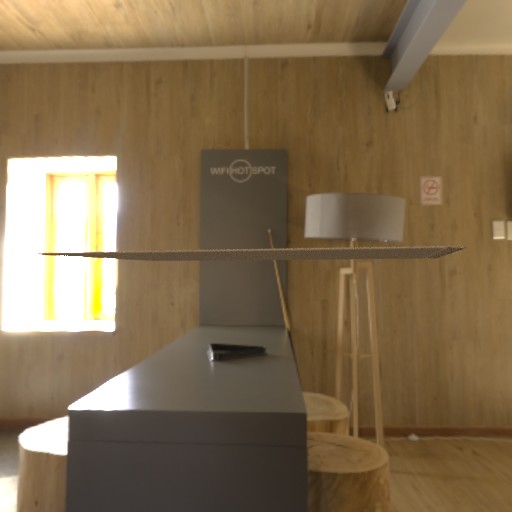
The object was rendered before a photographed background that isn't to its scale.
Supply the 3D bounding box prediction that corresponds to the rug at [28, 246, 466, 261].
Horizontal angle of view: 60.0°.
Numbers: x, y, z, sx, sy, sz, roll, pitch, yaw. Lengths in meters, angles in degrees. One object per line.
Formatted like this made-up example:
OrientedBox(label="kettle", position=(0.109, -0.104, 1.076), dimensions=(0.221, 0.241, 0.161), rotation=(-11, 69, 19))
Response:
OrientedBox(label="rug", position=(0.000, 0.000, 3.084), dimensions=(2.486, 0.013, 1.548), rotation=(-1, -2, 17))
